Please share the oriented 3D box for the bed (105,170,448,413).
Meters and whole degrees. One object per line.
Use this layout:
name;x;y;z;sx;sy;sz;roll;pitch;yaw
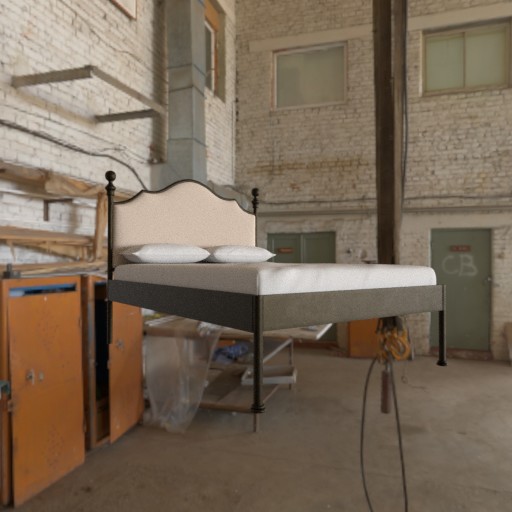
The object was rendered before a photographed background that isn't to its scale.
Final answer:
bed;0.000;0.000;3.413;1.642;1.499;2.224;0;-1;-36
